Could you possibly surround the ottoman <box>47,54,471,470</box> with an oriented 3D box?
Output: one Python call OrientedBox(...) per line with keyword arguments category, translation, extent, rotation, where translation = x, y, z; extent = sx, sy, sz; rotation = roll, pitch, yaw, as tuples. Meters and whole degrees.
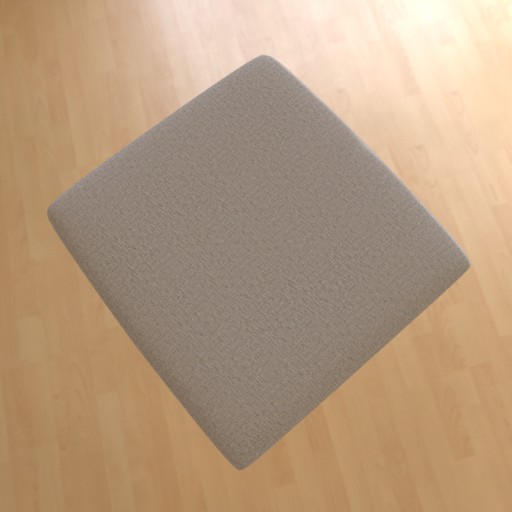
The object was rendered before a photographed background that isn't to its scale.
OrientedBox(category="ottoman", translation=(0.000, 0.000, 1.055), extent=(0.648, 0.399, 0.655), rotation=(-39, 79, -9))
